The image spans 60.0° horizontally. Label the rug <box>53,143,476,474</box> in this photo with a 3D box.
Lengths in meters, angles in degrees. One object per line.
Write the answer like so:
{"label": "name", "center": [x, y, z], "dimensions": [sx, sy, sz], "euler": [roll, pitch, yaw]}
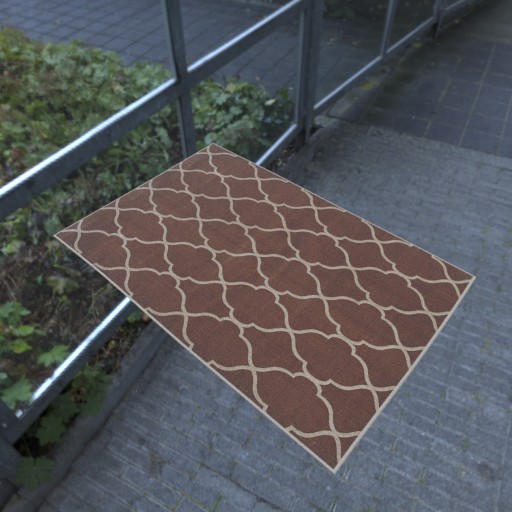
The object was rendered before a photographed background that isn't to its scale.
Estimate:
{"label": "rug", "center": [0.000, 0.000, 2.849], "dimensions": [2.294, 0.014, 1.528], "euler": [32, 54, 27]}
